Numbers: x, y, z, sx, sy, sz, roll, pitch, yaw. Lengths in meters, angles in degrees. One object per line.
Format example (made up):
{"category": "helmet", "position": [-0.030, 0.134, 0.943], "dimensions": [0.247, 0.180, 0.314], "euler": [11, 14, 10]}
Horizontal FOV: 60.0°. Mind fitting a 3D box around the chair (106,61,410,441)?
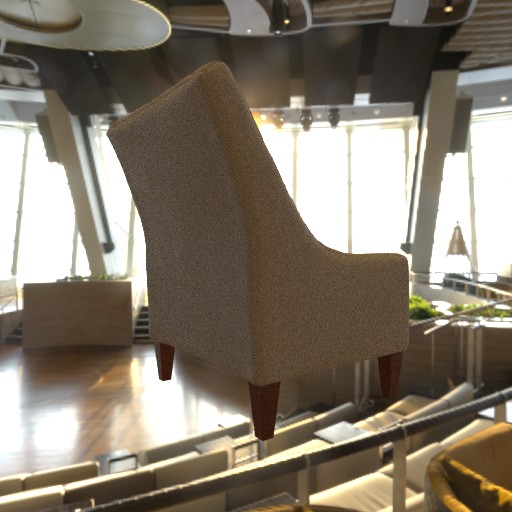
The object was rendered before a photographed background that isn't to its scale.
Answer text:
{"category": "chair", "position": [0.000, 0.000, 1.646], "dimensions": [0.870, 1.014, 0.774], "euler": [-1, 2, -36]}
